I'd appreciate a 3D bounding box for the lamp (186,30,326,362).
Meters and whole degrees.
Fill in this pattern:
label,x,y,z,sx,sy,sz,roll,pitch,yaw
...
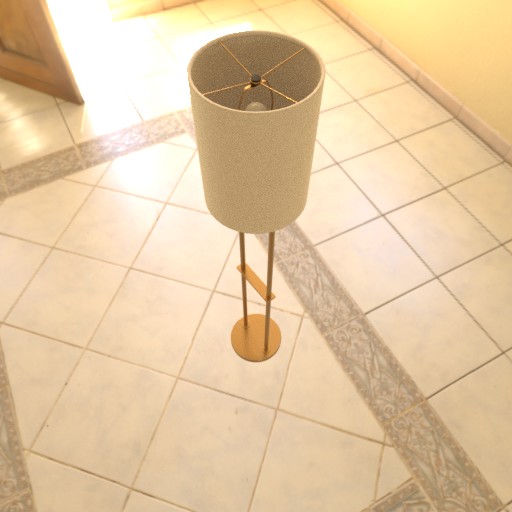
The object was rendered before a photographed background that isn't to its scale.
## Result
label,x,y,z,sx,sy,sz,roll,pitch,yaw
lamp,0.000,0.000,1.601,0.305,1.500,0.306,-33,62,-20
